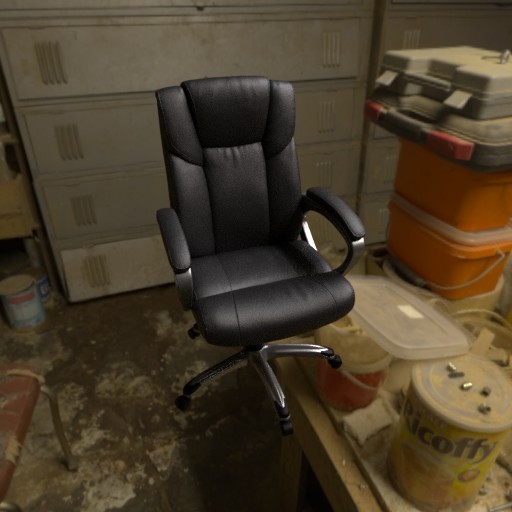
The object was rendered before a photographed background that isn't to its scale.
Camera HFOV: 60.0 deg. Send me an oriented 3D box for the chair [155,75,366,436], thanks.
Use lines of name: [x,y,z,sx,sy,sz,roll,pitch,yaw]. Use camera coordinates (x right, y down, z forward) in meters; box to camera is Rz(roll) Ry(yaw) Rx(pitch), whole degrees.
chair: [0.000,0.000,1.601,0.721,1.130,0.719,-10,32,-16]
